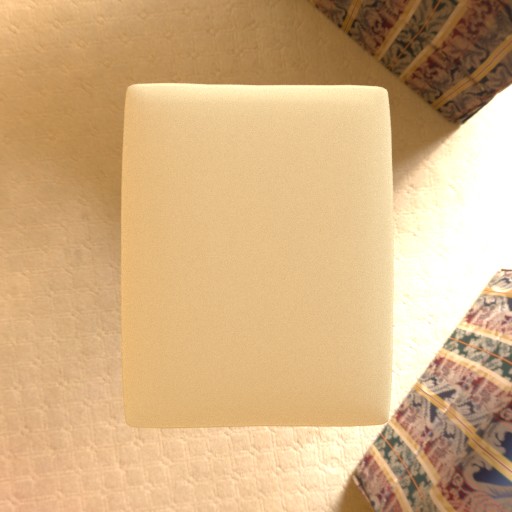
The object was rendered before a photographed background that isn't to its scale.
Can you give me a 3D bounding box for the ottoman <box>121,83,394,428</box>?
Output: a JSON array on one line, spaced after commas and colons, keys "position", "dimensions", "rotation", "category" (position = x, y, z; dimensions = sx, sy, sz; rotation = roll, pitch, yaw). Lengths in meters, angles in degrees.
[{"position": [0.000, 0.000, 1.125], "dimensions": [0.584, 0.513, 0.741], "rotation": [0, 89, -1], "category": "ottoman"}]
